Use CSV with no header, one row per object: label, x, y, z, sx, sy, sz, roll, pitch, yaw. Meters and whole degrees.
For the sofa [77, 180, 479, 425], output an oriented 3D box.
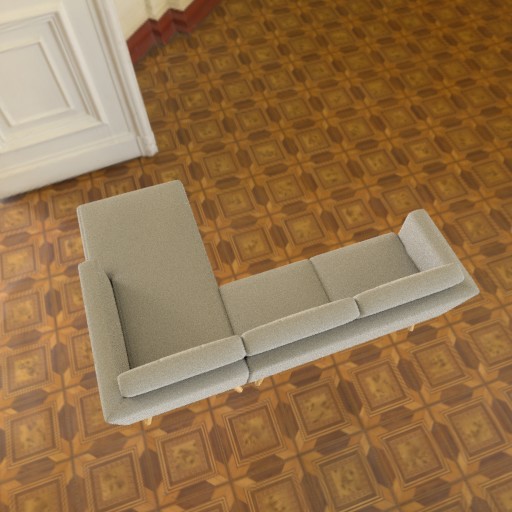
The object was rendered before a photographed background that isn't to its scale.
sofa,0.000,0.000,2.800,2.040,0.860,1.530,-17,61,-10
